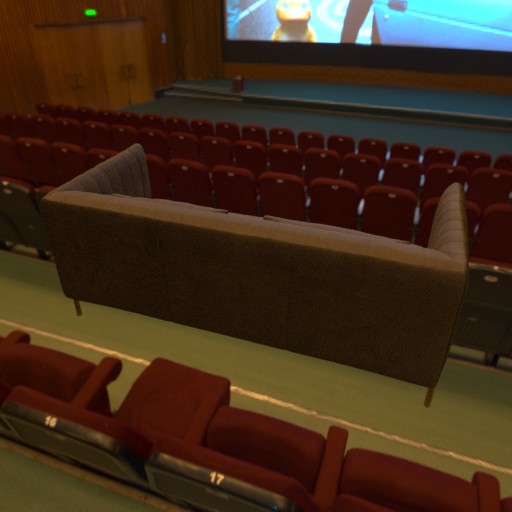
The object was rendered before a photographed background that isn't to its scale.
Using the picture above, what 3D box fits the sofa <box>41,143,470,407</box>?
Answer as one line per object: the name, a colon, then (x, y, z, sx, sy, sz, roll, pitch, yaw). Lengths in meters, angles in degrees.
sofa: (0.000, 0.000, 2.364, 1.980, 0.780, 0.876, 11, 34, 16)
